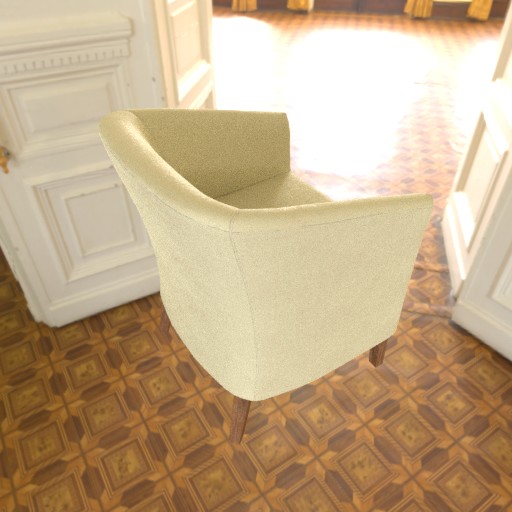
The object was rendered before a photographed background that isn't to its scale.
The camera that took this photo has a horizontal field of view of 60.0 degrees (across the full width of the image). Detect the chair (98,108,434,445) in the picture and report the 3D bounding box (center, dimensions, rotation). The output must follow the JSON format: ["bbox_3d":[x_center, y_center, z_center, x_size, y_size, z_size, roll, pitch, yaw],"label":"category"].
[{"bbox_3d":[0.000,0.000,1.279,0.657,0.822,0.643,-23,45,-25],"label":"chair"}]
